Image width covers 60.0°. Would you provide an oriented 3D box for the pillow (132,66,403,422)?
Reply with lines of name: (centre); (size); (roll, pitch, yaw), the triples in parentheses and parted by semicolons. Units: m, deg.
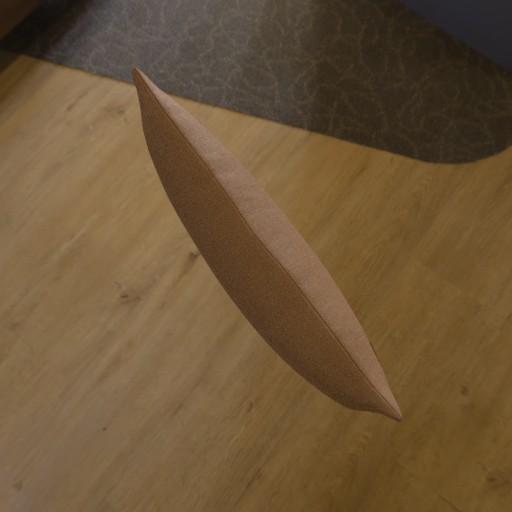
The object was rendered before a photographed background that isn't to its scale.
pillow: (0.000, 0.000, 0.728); (0.148, 0.308, 0.612); (-35, 78, -9)
